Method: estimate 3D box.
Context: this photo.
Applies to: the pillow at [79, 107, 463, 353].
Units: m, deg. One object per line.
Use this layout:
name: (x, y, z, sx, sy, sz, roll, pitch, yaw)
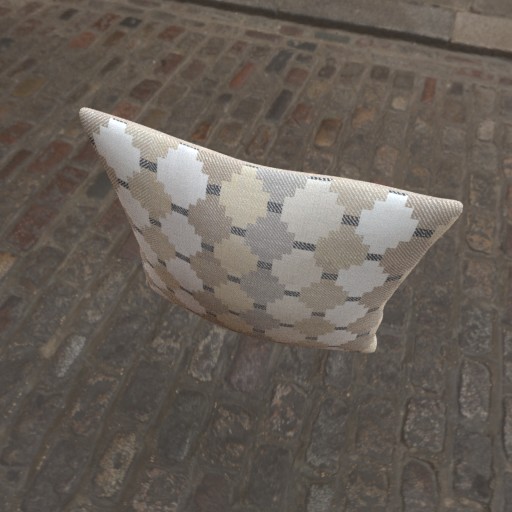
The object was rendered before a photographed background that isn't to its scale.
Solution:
pillow: (0.000, 0.000, 0.845, 0.578, 0.558, 0.192, 15, 59, 9)
